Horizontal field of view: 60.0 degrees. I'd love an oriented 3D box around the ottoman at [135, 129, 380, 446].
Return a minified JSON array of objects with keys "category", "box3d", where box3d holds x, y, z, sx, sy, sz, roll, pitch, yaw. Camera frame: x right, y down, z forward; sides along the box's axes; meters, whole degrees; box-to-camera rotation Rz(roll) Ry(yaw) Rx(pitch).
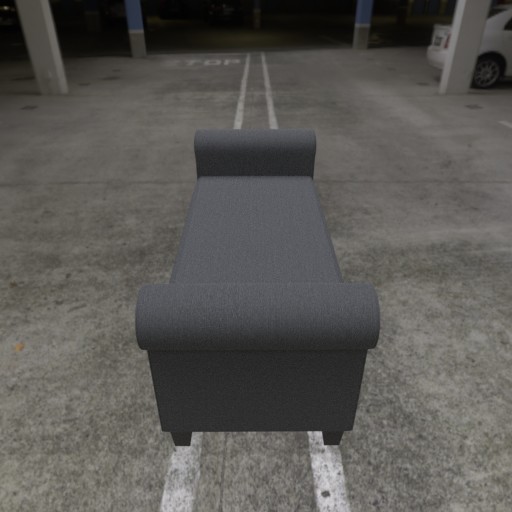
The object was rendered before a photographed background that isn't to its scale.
[{"category":"ottoman","box3d":[0.000,0.000,1.550,0.521,0.547,1.256,0,33,0]}]
